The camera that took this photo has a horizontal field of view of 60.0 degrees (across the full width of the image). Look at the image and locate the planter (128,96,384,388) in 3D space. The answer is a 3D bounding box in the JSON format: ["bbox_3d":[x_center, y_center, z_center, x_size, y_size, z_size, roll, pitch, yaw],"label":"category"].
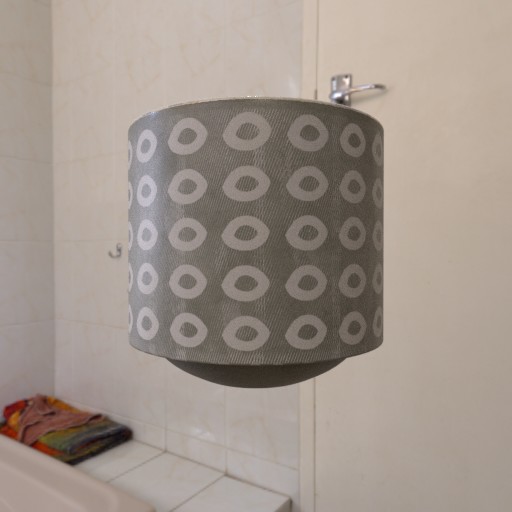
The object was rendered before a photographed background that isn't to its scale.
[{"bbox_3d":[0.000,0.000,0.343,0.190,0.181,0.190,0,1,0],"label":"planter"}]
